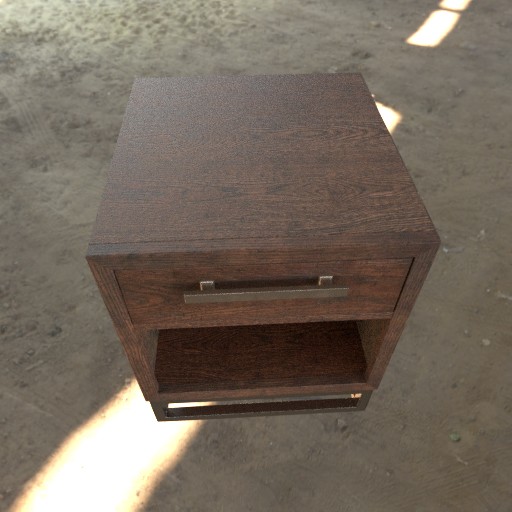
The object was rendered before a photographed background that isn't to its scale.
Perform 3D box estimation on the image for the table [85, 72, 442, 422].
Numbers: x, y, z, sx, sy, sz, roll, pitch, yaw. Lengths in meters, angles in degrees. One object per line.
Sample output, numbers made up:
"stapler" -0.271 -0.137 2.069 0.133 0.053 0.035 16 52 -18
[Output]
"table" 0.000 0.000 1.012 0.506 0.582 0.566 -2 47 -2
